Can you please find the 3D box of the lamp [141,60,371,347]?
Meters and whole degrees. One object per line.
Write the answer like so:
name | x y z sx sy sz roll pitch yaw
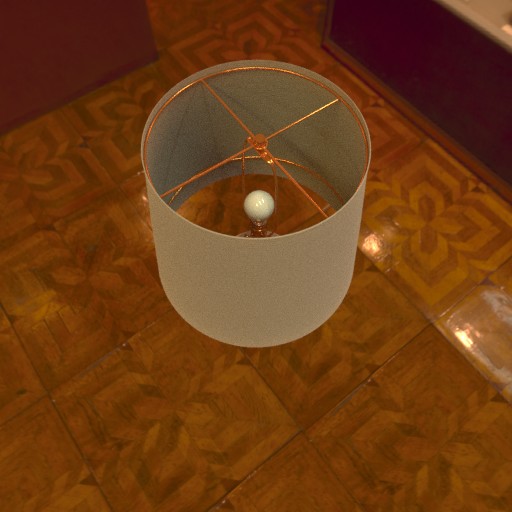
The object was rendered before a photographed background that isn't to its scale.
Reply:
lamp | 0.000 0.000 0.440 0.189 0.340 0.189 0 63 0
